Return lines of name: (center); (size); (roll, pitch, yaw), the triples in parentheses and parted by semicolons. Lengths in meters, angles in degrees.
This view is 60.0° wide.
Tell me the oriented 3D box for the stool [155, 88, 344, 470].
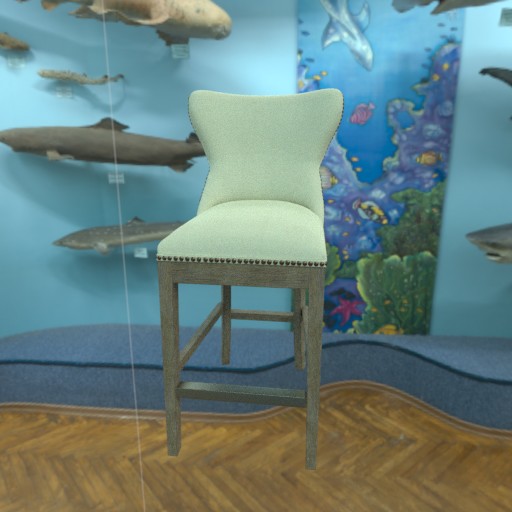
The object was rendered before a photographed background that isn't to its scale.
stool: (0.000, 0.000, 1.338); (0.498, 0.981, 0.608); (2, 16, 8)
